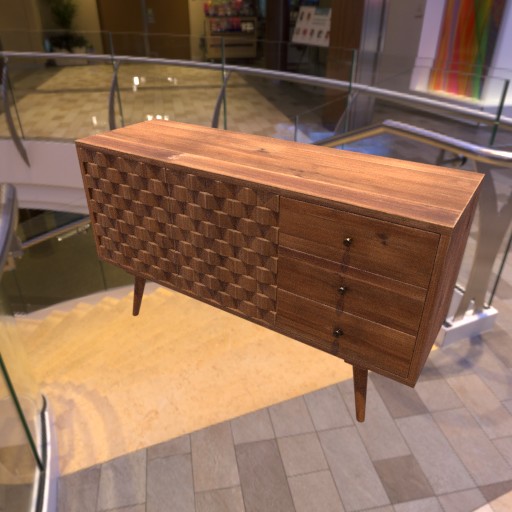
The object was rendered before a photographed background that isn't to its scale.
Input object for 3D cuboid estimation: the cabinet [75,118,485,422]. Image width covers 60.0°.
[{"bbox_3d":[0.000,0.000,1.741,1.400,0.800,0.472,18,34,28],"label":"cabinet"}]
